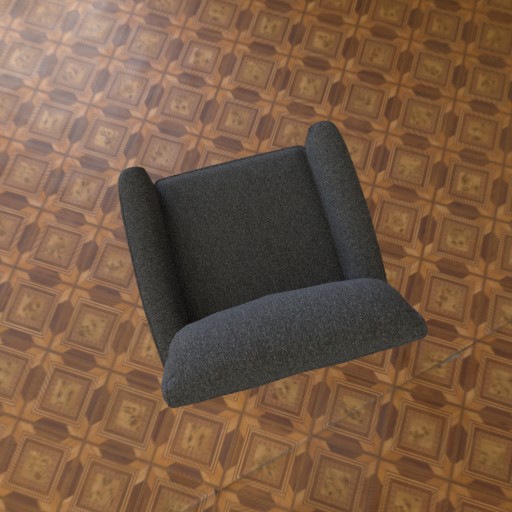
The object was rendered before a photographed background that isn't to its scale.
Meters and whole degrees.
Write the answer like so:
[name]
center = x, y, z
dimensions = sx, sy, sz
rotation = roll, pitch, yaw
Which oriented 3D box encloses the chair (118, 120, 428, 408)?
[chair]
center = 0.000, 0.000, 1.592
dimensions = 0.839, 1.016, 0.850
rotation = -15, 76, -4
